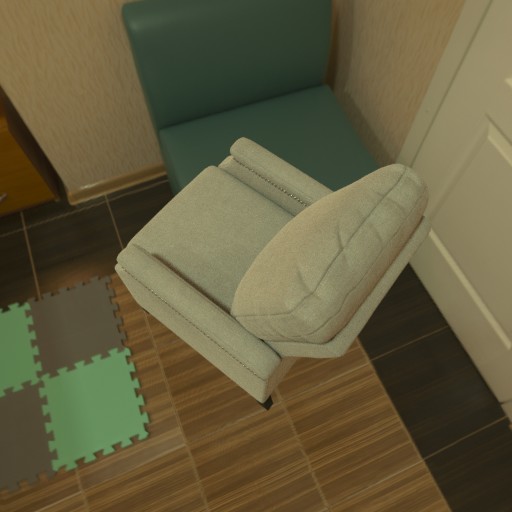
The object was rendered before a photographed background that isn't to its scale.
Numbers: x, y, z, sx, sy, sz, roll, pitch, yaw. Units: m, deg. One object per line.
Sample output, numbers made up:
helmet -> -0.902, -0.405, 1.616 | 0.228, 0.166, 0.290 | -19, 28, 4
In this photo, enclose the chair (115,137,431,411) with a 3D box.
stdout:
chair -> 0.000, 0.000, 1.646 | 0.922, 1.049, 0.710 | 35, 68, 16
